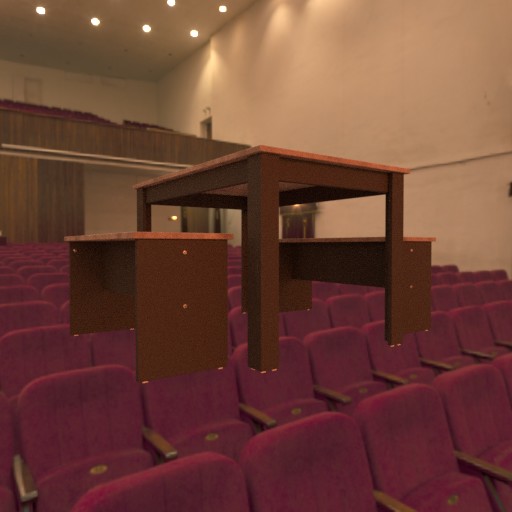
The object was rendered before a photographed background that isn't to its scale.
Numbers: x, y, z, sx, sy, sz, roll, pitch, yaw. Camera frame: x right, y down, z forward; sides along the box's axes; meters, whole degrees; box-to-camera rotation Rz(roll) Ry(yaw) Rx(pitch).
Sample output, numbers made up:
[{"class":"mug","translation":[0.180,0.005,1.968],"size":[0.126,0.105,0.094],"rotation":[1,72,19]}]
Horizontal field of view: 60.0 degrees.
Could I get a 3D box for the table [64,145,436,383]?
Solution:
[{"class":"table","translation":[0.000,0.000,2.003],"size":[1.443,0.700,1.100],"rotation":[-1,2,-35]}]
